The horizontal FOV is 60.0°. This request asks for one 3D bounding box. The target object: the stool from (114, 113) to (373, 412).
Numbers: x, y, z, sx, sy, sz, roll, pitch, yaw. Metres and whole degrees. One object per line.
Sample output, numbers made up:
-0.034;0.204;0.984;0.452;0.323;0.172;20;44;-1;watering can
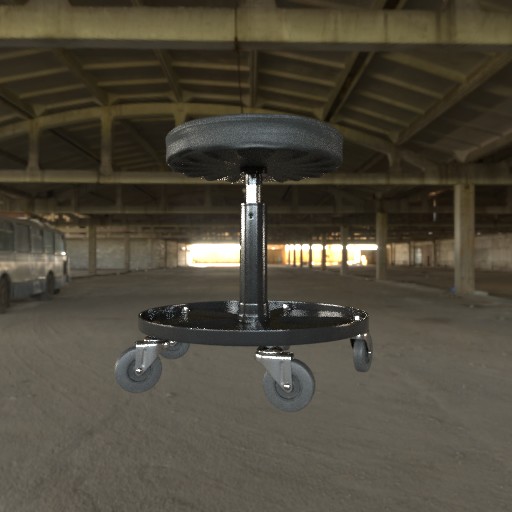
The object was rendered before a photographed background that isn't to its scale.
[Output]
0.000;0.000;0.697;0.381;0.365;0.382;0;0;-1;stool
